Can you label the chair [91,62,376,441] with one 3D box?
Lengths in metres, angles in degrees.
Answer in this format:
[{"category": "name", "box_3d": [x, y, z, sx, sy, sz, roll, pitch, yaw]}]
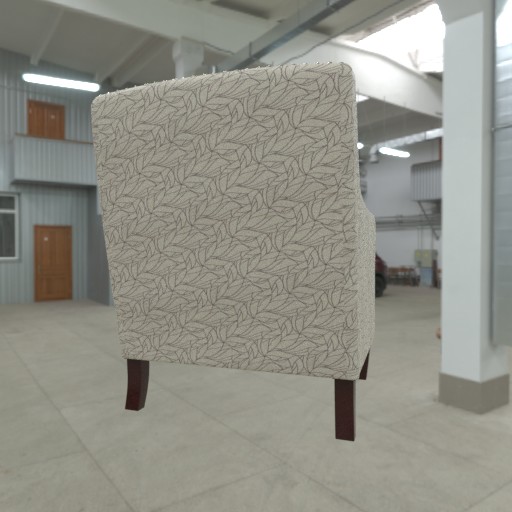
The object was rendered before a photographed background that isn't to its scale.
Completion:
[{"category": "chair", "box_3d": [0.000, 0.000, 1.269, 0.623, 0.816, 0.651, 0, 1, 19]}]
